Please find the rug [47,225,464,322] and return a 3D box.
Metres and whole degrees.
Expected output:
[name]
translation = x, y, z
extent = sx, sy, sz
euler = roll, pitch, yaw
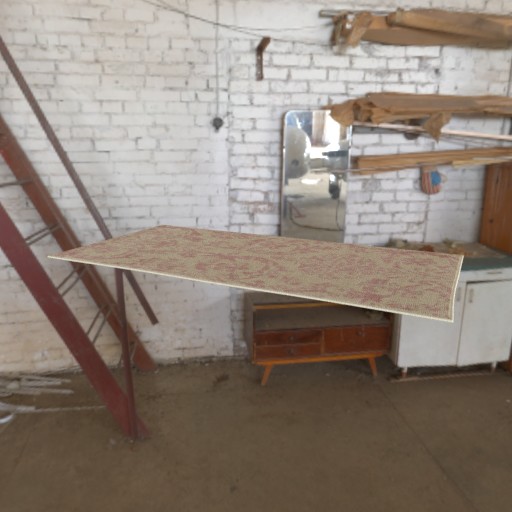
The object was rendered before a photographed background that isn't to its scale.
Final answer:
[rug]
translation = 0.000, 0.000, 1.448
extent = 1.219, 0.007, 0.604
euler = 7, 16, 25
